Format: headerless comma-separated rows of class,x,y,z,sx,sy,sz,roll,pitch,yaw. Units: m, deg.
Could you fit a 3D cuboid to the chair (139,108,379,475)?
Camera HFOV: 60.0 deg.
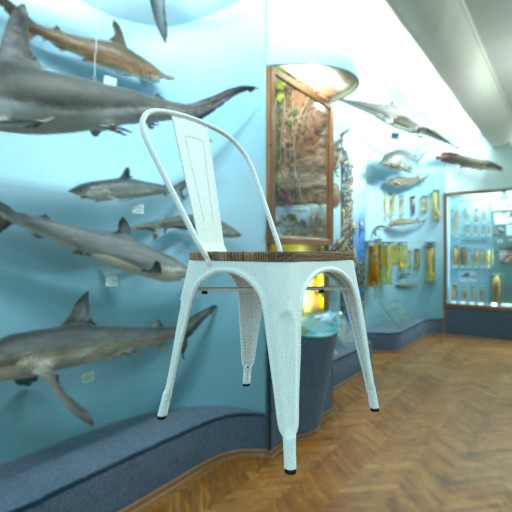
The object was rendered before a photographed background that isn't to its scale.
chair,0.000,0.000,1.196,0.521,0.851,0.452,0,1,37
